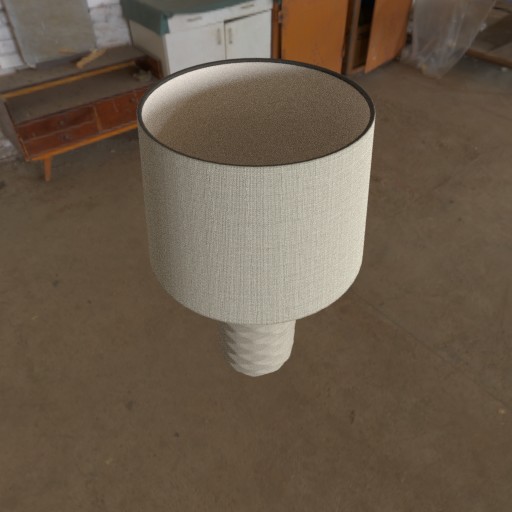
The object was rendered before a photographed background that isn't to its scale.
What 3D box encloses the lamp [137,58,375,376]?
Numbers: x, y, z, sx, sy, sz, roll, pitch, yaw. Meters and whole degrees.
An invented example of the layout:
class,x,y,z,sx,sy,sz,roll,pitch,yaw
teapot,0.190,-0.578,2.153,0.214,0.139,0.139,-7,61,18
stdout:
class,x,y,z,sx,sy,sz,roll,pitch,yaw
lamp,0.000,0.000,0.819,0.376,0.594,0.376,0,44,0
